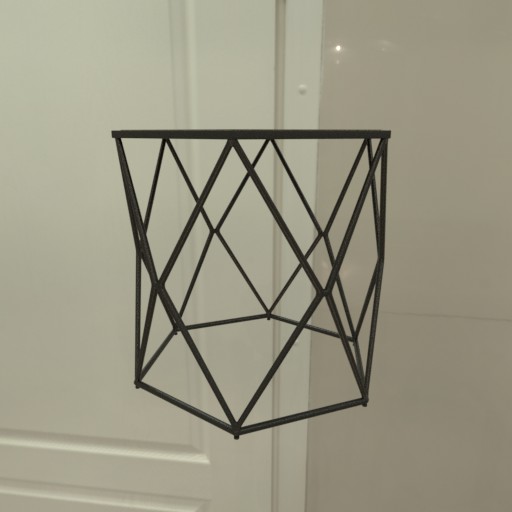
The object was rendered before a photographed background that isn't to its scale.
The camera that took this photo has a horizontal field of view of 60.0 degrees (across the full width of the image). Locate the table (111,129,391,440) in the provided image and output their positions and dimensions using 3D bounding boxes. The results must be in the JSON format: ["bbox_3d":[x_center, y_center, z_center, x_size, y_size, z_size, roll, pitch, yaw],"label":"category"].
[{"bbox_3d":[0.000,0.000,1.032,0.579,0.564,0.578,2,16,8],"label":"table"}]
